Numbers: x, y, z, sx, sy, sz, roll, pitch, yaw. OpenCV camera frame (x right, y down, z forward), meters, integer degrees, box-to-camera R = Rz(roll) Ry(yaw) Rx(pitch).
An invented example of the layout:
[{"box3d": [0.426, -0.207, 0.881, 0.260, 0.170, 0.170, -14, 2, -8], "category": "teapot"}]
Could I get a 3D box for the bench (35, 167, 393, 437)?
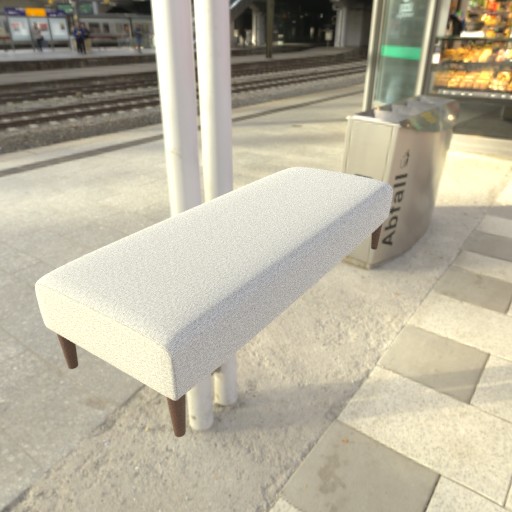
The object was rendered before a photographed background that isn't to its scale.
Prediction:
[{"box3d": [0.000, 0.000, 1.878, 0.631, 0.383, 1.598, 17, 31, 31], "category": "bench"}]
